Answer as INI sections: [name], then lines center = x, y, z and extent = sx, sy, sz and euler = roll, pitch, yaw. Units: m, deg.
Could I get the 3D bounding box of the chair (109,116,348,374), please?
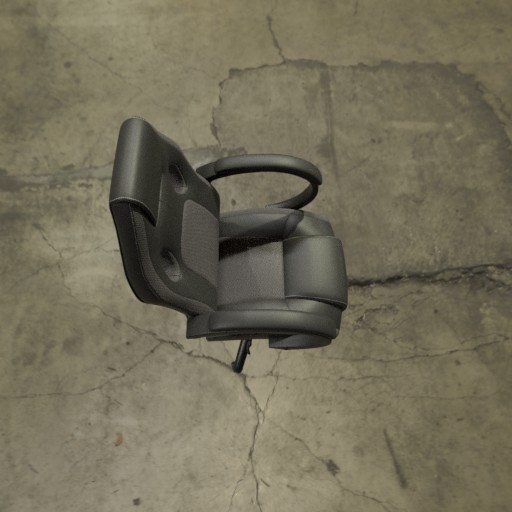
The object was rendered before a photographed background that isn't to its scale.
[chair]
center = 0.000, 0.000, 1.632
extent = 0.724, 1.187, 0.673
euler = -1, 64, 0
